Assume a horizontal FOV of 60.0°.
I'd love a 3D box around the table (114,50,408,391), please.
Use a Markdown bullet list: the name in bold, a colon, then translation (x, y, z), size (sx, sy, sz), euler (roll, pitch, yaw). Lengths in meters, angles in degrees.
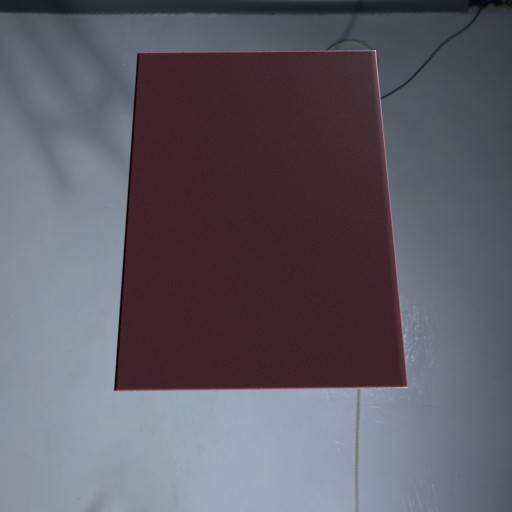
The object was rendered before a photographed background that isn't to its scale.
- **table**: translation (0.000, 0.000, 1.072), size (0.451, 0.686, 0.599), euler (-1, 75, 0)
